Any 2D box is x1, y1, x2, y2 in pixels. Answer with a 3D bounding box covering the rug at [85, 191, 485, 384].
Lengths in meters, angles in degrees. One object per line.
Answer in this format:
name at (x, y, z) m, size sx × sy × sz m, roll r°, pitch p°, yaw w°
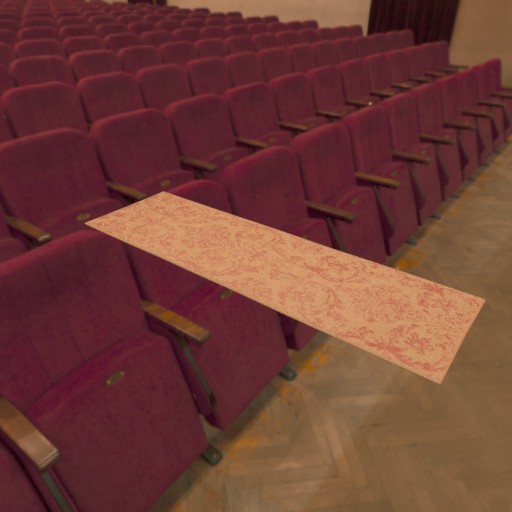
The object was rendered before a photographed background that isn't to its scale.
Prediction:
rug at (0.000, 0.000, 2.419) m, size 2.196 × 0.011 × 0.662 m, roll 21°, pitch 36°, yaw 32°
